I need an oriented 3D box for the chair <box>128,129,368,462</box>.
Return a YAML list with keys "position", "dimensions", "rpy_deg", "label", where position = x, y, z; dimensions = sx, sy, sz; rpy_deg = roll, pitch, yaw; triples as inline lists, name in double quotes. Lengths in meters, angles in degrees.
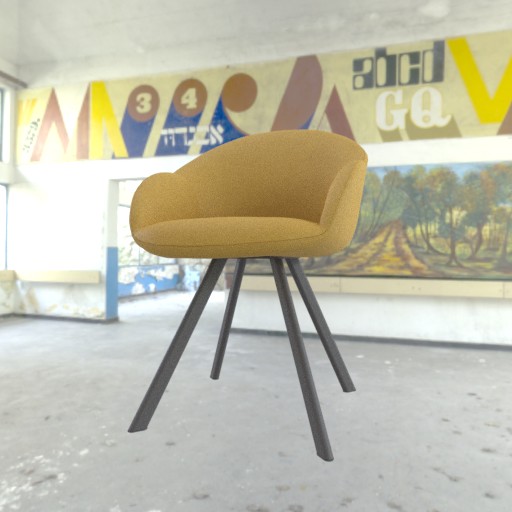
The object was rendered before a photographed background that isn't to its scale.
- position: [0.000, 0.000, 1.149]
  dimensions: [0.551, 0.793, 0.583]
  rpy_deg: [0, 0, 18]
  label: "chair"
